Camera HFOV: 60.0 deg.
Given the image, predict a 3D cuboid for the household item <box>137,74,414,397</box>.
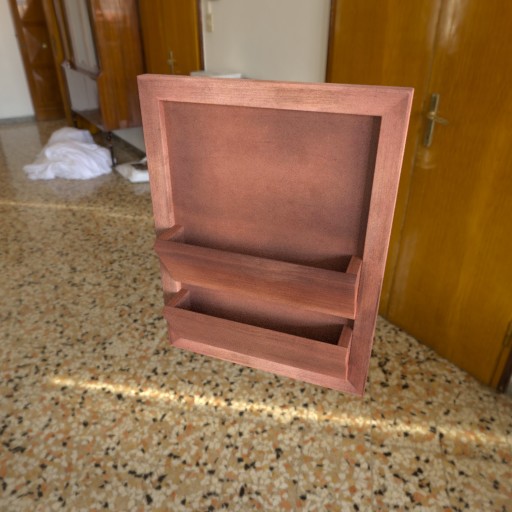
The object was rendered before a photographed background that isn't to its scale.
[{"bbox_3d":[0.000,0.000,0.557,0.310,0.407,0.067,10,31,18],"label":"household item"}]
